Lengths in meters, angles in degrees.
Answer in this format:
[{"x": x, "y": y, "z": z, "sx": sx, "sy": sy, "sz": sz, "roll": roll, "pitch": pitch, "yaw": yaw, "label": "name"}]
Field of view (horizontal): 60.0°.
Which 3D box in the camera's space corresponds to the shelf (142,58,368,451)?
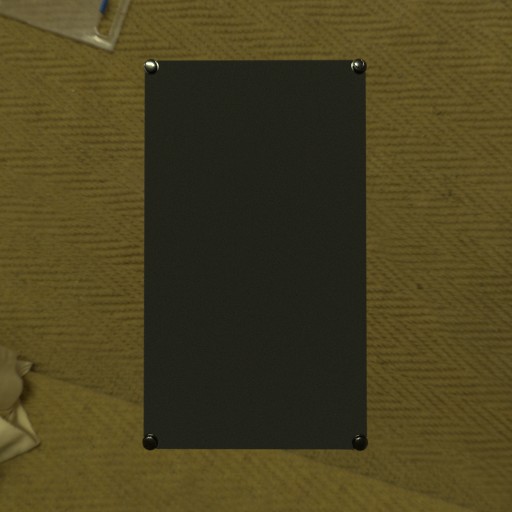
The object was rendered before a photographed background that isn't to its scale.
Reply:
[{"x": 0.000, "y": 0.000, "z": 0.942, "sx": 0.338, "sy": 0.564, "sz": 0.589, "roll": 0, "pitch": 89, "yaw": 0, "label": "shelf"}]
